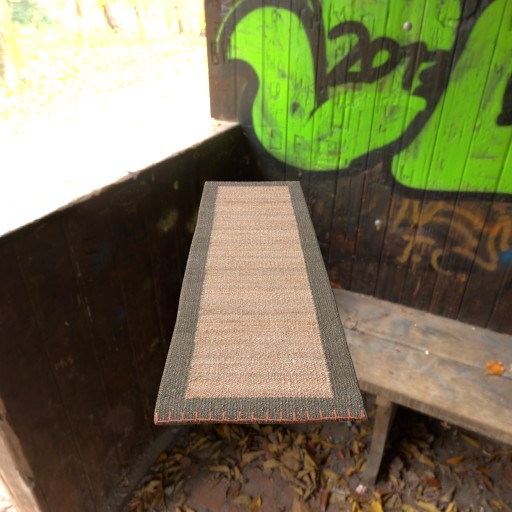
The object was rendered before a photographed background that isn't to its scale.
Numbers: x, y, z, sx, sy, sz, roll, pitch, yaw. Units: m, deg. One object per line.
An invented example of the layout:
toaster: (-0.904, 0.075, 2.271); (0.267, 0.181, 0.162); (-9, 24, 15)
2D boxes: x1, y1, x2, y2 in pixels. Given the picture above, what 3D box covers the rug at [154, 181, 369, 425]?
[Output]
rug: (0.000, 0.000, 2.680); (0.810, 0.016, 2.413); (0, 31, -1)
